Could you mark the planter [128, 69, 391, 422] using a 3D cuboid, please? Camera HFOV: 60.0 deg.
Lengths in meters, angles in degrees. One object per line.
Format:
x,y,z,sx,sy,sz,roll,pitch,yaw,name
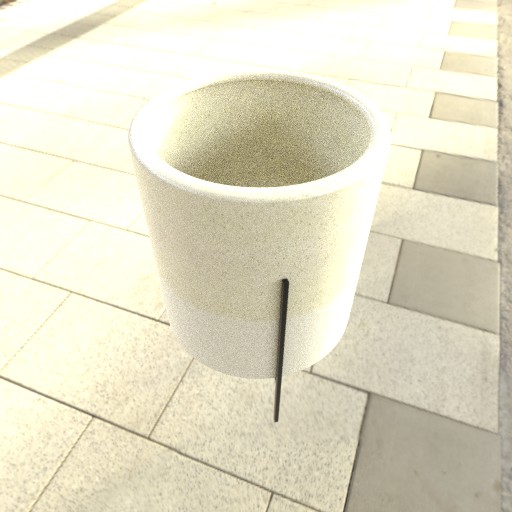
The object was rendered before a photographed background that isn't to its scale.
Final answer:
0.000,0.000,0.724,0.333,0.483,0.324,14,46,14,planter
